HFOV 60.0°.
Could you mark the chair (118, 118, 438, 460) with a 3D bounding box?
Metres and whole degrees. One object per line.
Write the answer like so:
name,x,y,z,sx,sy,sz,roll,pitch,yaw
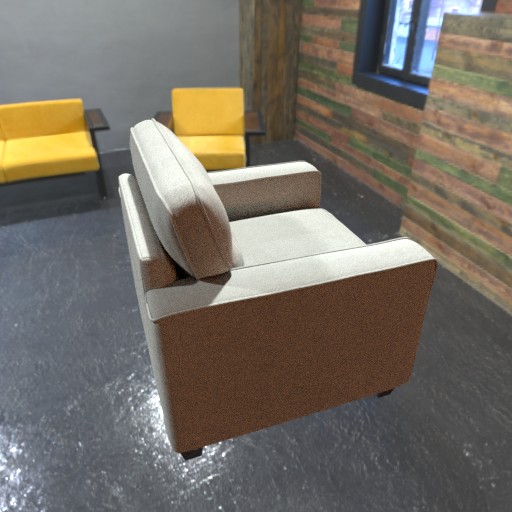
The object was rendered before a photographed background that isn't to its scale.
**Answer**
chair,0.000,0.000,1.769,0.939,0.965,1.015,-11,33,-17
